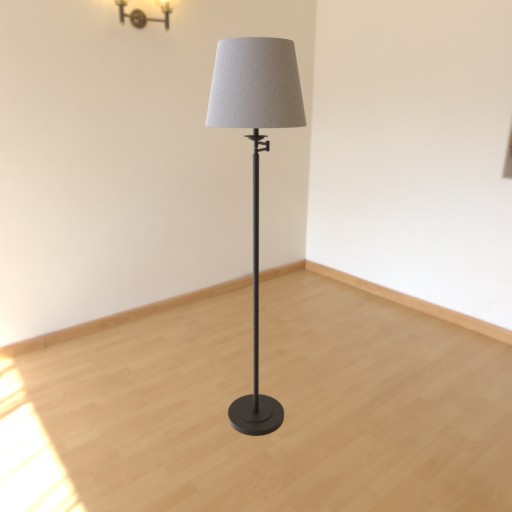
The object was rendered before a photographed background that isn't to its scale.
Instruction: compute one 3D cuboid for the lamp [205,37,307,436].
[{"bbox_3d":[0.000,0.000,1.684,0.348,1.473,0.348,9,21,25],"label":"lamp"}]
